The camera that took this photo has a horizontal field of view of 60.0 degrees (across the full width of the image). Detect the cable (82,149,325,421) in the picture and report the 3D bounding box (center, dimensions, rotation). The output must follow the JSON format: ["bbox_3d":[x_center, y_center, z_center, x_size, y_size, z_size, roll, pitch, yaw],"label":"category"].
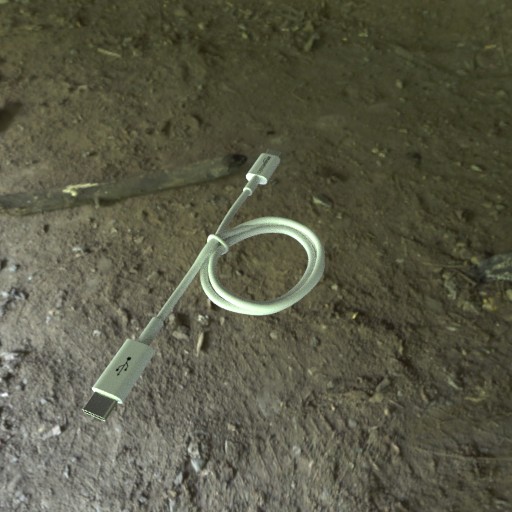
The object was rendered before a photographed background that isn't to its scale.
[{"bbox_3d":[0.000,0.000,0.230,0.070,0.014,0.203,16,48,15],"label":"cable"}]
